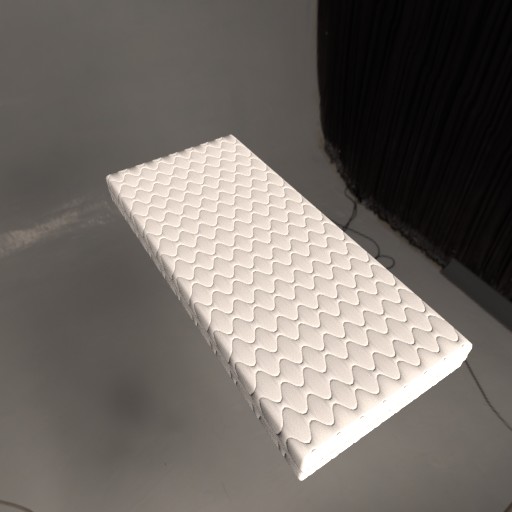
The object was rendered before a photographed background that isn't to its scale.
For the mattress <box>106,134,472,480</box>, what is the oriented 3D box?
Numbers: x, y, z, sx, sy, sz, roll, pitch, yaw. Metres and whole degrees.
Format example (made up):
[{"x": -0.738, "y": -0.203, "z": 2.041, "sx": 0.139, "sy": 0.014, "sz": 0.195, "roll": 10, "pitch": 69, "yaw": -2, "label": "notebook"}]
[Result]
[{"x": 0.000, "y": 0.000, "z": 2.329, "sx": 0.900, "sy": 0.200, "sz": 2.000, "roll": -25, "pitch": 51, "yaw": -22, "label": "mattress"}]
